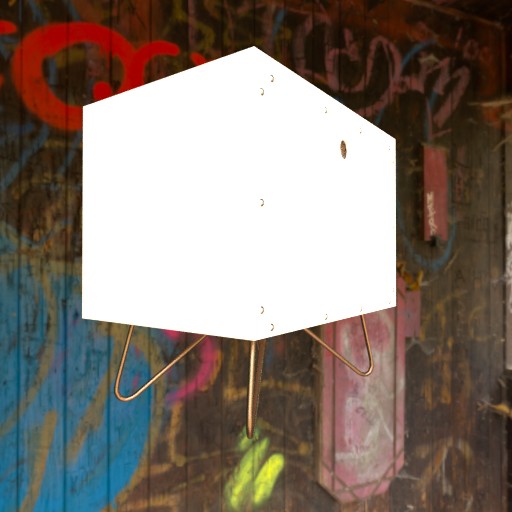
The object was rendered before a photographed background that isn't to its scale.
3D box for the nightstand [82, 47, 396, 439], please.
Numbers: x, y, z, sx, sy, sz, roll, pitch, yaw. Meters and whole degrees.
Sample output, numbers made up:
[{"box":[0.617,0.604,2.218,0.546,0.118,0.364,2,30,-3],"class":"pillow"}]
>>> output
[{"box":[0.000,0.000,1.021,0.447,0.604,0.614,0,-1,36],"class":"nightstand"}]
